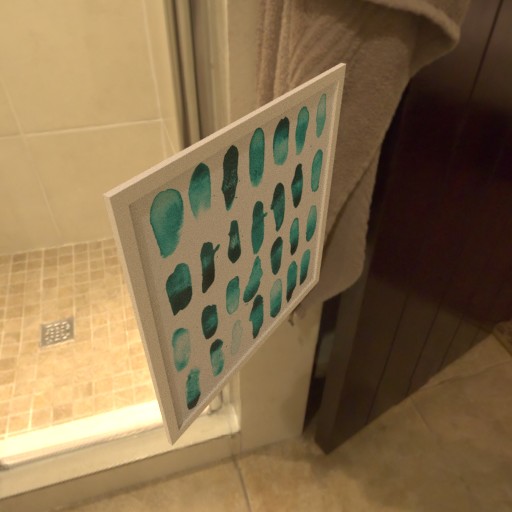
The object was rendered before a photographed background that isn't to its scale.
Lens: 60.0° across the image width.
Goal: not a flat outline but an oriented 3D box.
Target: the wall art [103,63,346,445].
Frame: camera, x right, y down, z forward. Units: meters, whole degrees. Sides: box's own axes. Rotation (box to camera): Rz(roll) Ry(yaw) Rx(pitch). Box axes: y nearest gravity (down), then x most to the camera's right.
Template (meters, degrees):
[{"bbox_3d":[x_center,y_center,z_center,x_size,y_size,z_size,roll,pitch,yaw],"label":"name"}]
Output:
[{"bbox_3d":[0.000,0.000,0.684,0.009,0.457,0.456,25,47,26],"label":"wall art"}]
